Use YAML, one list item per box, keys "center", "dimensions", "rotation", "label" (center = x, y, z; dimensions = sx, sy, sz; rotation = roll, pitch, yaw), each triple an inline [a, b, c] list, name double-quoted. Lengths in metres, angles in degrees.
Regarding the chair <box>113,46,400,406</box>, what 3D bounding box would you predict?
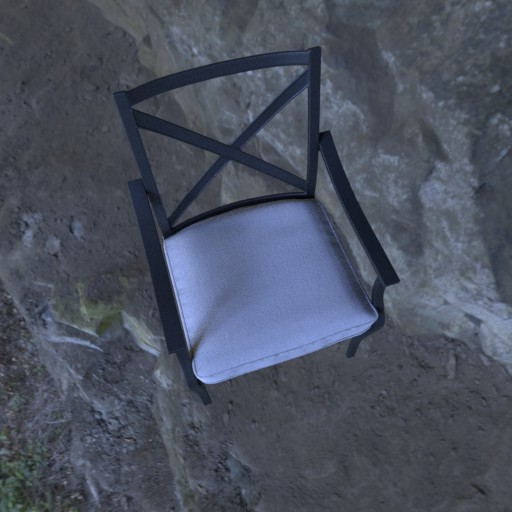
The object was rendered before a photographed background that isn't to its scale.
- center: [0.000, 0.000, 1.290]
  dimensions: [0.575, 0.889, 0.620]
  rotation: [-16, 65, -8]
  label: "chair"
